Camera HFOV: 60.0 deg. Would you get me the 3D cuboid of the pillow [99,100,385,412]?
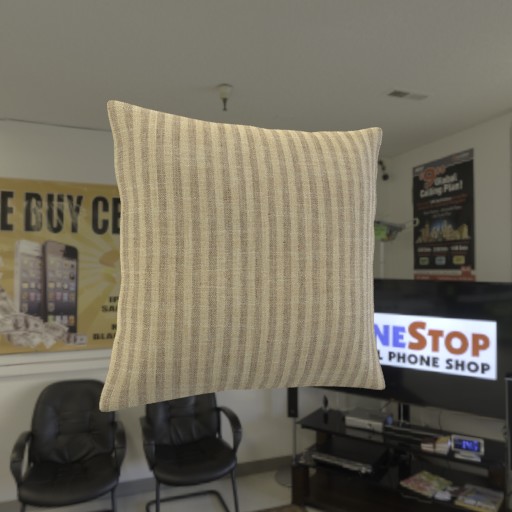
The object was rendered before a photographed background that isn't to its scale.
[{"bbox_3d":[0.000,0.000,0.792,0.523,0.510,0.166,0,-1,-17],"label":"pillow"}]
